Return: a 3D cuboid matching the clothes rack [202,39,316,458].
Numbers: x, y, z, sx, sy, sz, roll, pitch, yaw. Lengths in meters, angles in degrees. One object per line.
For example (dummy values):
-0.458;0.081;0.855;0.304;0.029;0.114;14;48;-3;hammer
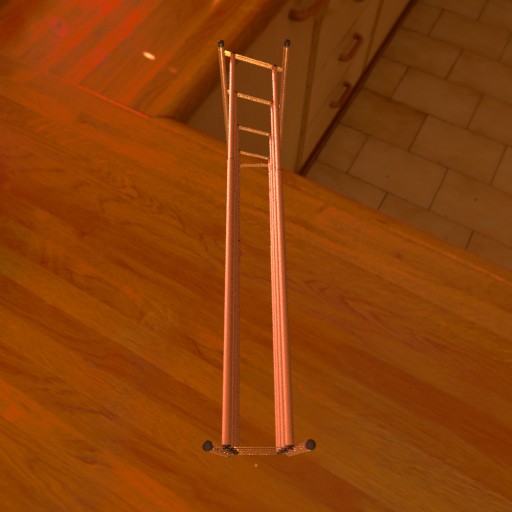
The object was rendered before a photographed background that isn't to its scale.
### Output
0.000;0.000;1.423;0.229;0.672;1.168;-1;65;0;clothes rack
